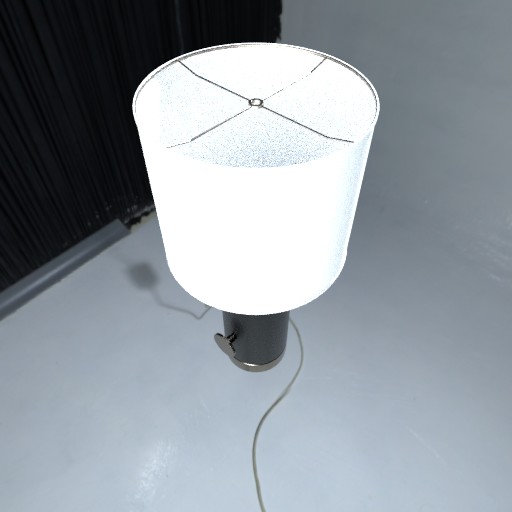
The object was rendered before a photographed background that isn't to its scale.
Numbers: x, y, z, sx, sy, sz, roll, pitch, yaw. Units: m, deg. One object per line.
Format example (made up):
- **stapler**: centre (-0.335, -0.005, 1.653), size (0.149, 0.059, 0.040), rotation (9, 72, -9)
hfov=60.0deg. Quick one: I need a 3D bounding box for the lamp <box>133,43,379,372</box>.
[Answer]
- **lamp**: centre (0.000, 0.000, 0.620), size (0.241, 0.482, 0.240), rotation (34, 57, 27)
